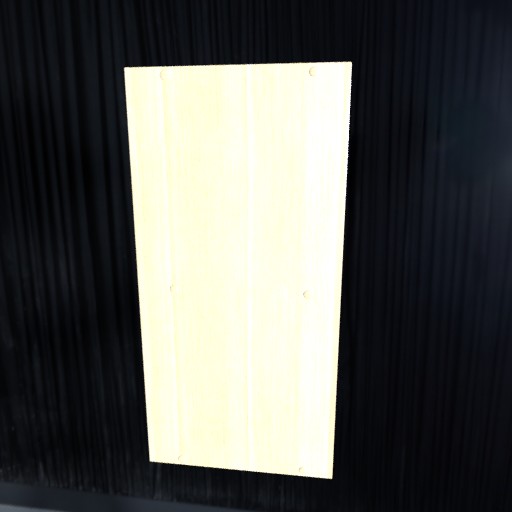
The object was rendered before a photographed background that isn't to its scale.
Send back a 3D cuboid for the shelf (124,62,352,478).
[{"bbox_3d":[0.000,0.000,0.823,0.290,0.592,0.414,2,14,8],"label":"shelf"}]
